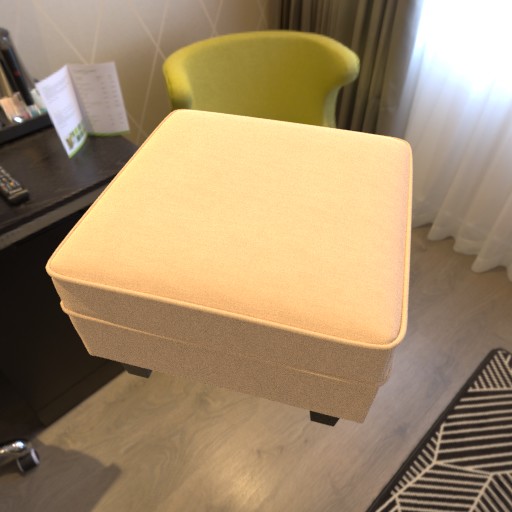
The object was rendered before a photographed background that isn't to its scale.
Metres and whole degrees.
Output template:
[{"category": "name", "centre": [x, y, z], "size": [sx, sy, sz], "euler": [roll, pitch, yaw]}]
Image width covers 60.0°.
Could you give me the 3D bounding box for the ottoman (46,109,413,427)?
[{"category": "ottoman", "centre": [0.000, 0.000, 1.021], "size": [0.616, 0.438, 0.613], "euler": [11, 47, 11]}]
